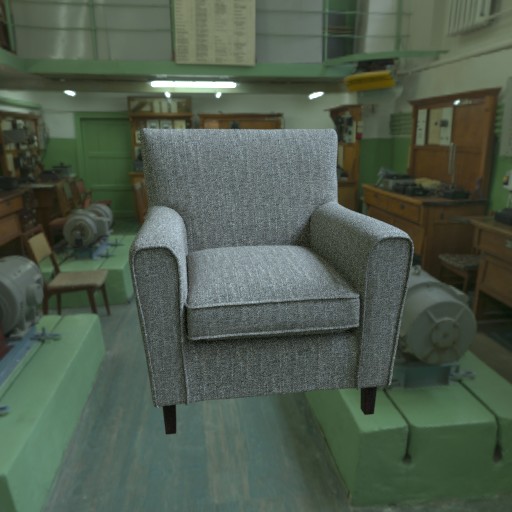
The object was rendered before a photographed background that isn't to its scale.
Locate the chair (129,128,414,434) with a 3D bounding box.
[{"bbox_3d":[0.000,0.000,1.659,0.864,0.928,0.873,-2,15,-9],"label":"chair"}]
